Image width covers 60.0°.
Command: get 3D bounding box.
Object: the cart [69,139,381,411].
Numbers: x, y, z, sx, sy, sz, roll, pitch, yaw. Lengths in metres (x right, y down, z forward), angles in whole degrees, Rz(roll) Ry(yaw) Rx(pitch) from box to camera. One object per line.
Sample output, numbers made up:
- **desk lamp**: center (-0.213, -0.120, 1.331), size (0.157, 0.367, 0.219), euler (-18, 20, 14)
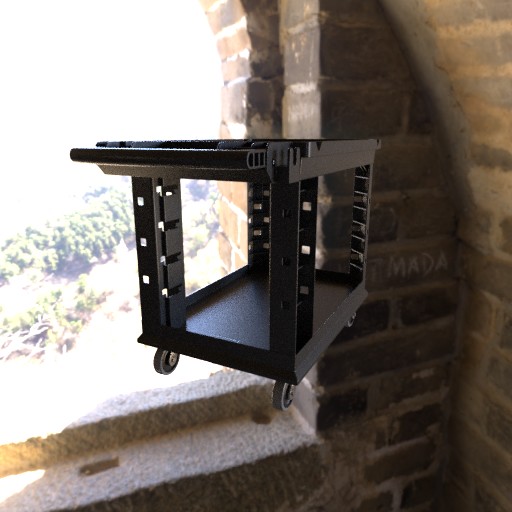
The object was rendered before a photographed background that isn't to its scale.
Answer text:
- **cart**: center (0.000, 0.000, 1.748), size (0.674, 0.884, 1.239), euler (8, 17, 26)
